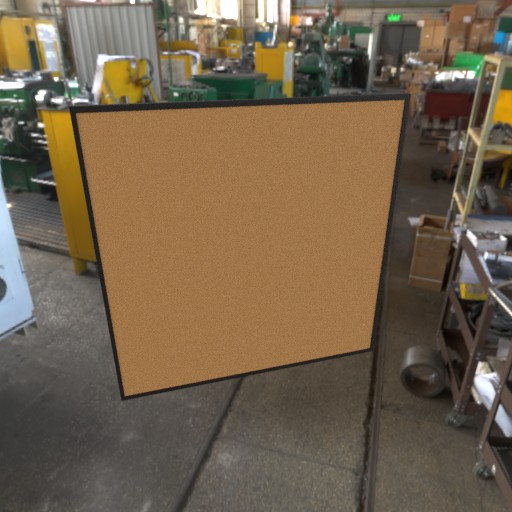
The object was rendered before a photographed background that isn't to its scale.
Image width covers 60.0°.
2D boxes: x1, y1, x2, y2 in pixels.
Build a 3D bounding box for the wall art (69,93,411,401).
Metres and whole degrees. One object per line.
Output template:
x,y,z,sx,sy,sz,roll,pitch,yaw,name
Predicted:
0.000,0.000,0.986,0.664,0.663,0.015,-7,27,-15,wall art
